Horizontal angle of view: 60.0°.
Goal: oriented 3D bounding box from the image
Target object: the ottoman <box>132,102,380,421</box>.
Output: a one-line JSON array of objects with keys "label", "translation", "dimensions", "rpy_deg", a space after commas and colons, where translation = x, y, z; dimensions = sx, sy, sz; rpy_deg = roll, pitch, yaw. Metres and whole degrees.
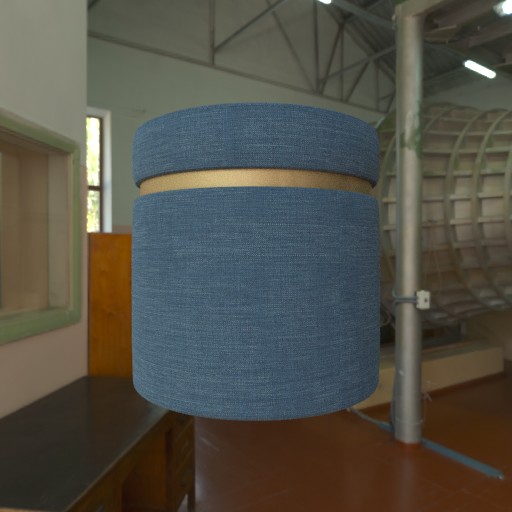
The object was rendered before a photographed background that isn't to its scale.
[{"label": "ottoman", "translation": [0.000, 0.000, 0.737], "dimensions": [0.398, 0.406, 0.398], "rpy_deg": [0, 1, 0]}]
